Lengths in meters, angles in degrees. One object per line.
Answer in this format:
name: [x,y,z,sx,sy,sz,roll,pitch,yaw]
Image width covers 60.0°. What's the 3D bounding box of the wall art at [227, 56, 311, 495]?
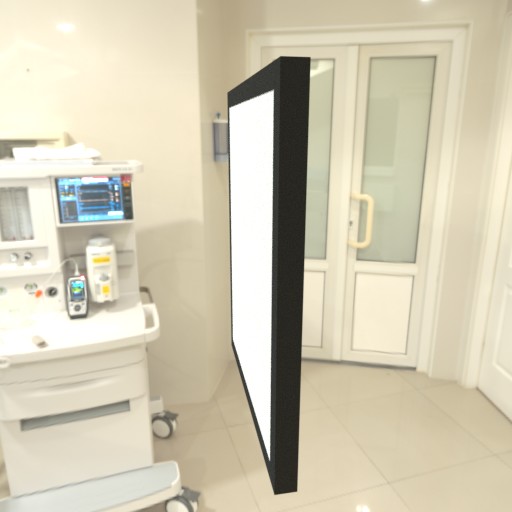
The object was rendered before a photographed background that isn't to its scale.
wall art: [0.000,0.000,0.545,0.024,0.404,0.329,-3,16,-10]
